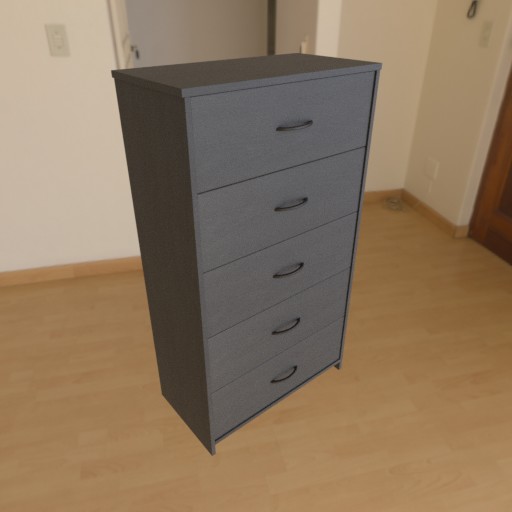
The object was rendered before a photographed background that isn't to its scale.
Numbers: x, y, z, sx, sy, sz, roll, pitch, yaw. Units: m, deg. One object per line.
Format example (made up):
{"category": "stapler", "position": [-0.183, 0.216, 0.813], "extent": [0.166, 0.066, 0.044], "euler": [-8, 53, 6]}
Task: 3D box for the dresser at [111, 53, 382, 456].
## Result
{"category": "dresser", "position": [0.000, 0.000, 1.586], "extent": [0.704, 1.255, 0.399], "euler": [-22, 37, -33]}
